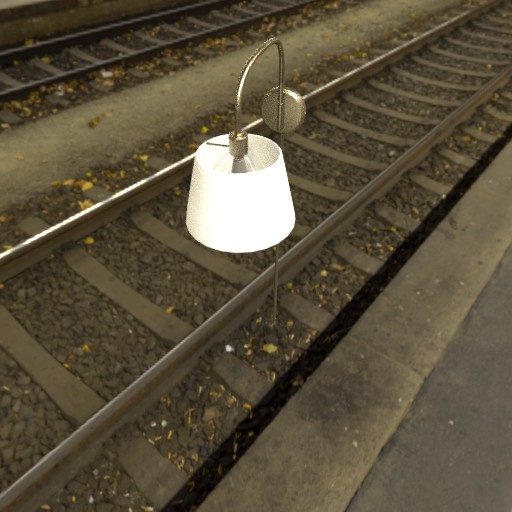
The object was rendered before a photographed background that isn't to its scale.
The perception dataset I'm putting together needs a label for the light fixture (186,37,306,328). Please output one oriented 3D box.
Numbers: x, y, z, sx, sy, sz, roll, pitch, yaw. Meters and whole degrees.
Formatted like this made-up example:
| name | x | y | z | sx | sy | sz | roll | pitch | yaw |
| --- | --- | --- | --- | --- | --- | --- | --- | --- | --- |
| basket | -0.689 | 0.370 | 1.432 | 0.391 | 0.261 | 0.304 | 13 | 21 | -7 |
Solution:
| name | x | y | z | sx | sy | sz | roll | pitch | yaw |
| --- | --- | --- | --- | --- | --- | --- | --- | --- | --- |
| light fixture | 0.000 | 0.000 | 0.458 | 0.092 | 0.399 | 0.176 | 12 | 42 | 14 |
